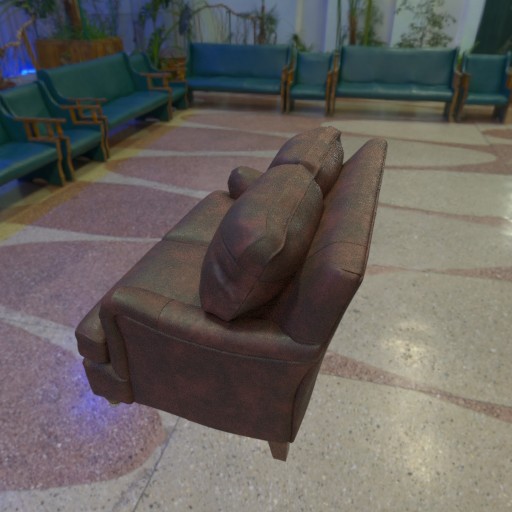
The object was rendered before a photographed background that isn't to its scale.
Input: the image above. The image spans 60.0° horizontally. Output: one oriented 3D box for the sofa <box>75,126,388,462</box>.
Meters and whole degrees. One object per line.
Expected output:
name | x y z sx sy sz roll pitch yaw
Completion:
sofa | 0.000 0.000 2.322 1.148 1.070 1.628 9 32 15
